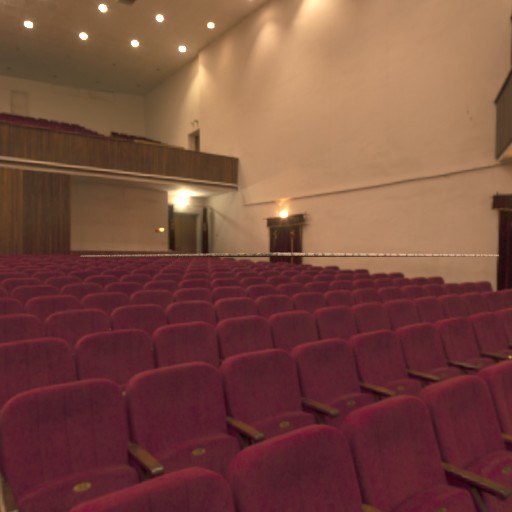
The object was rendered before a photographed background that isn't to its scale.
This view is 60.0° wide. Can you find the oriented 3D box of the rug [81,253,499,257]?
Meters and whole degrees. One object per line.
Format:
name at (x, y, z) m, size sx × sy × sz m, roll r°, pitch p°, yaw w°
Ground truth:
rug at (0.000, 0.000, 2.250) m, size 1.220 × 0.008 × 1.824 m, roll 0°, pitch 0°, yaw -37°
